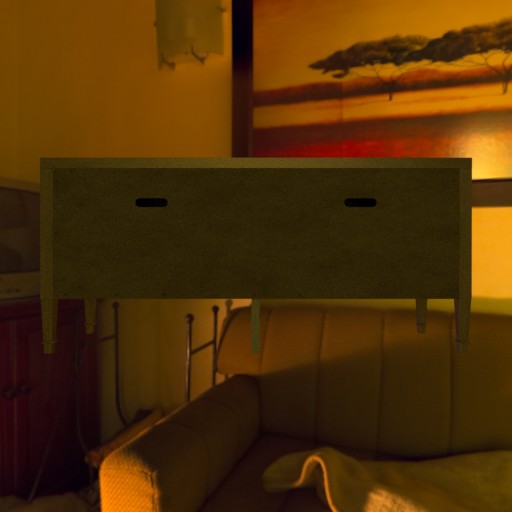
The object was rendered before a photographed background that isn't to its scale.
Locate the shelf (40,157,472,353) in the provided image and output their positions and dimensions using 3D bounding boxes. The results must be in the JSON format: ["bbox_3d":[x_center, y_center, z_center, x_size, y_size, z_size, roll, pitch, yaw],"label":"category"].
[{"bbox_3d":[0.000,0.000,1.856,1.575,0.719,0.479,0,0,0],"label":"shelf"}]
